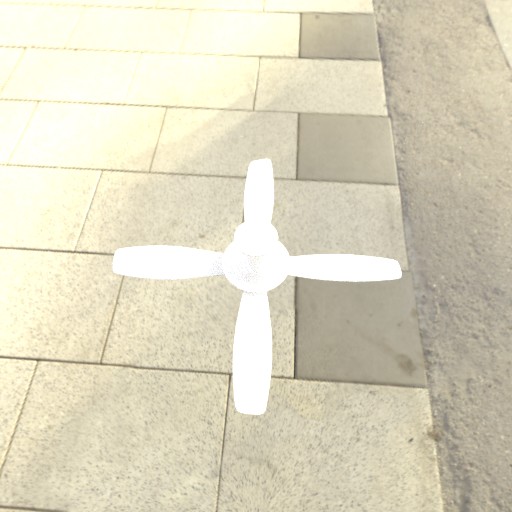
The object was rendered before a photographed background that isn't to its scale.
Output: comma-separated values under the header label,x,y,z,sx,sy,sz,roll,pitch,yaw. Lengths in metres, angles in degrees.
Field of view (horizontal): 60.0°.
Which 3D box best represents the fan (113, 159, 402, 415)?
label,x,y,z,sx,sy,sz,roll,pitch,yaw
fan,0.000,0.000,2.527,1.693,0.382,1.694,2,58,1
